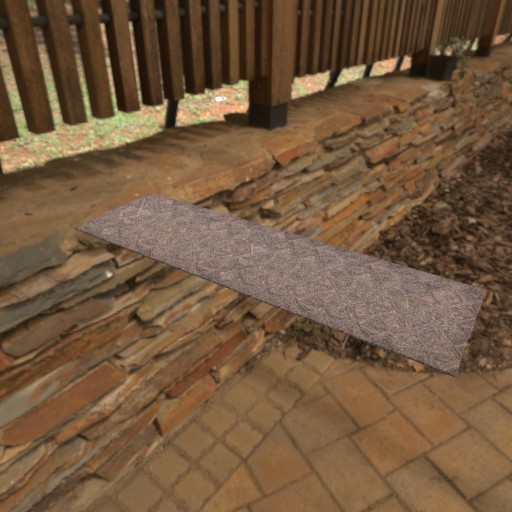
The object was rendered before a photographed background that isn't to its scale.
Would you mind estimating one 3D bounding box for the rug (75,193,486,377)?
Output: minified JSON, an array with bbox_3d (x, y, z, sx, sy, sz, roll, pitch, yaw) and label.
[{"bbox_3d":[0.000,0.000,2.497,2.296,0.011,0.691,18,35,28],"label":"rug"}]
